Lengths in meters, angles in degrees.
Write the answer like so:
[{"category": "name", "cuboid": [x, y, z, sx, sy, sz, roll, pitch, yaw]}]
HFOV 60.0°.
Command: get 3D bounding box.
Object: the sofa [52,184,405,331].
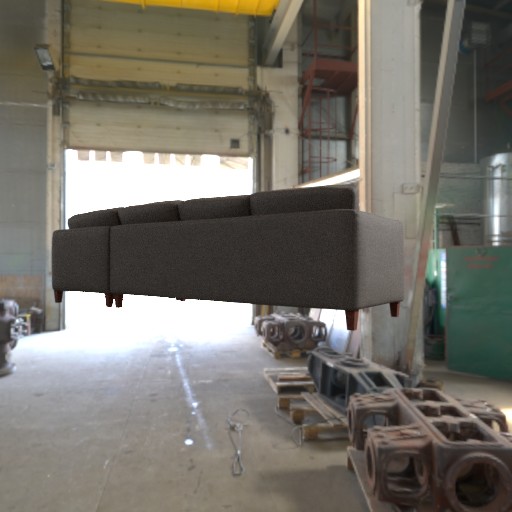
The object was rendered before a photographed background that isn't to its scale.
[{"category": "sofa", "cuboid": [0.000, 0.000, 4.573, 3.302, 0.947, 2.593, -1, -1, 35]}]
